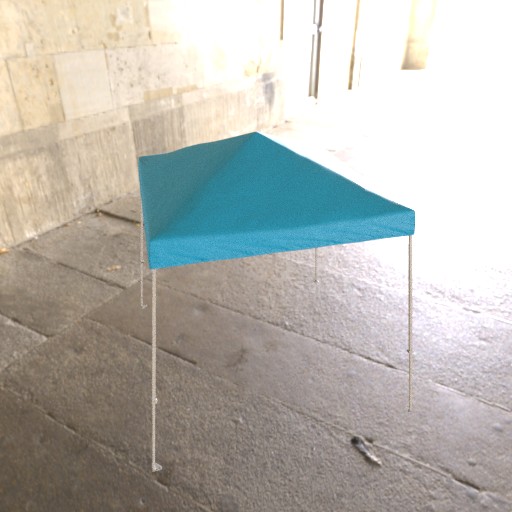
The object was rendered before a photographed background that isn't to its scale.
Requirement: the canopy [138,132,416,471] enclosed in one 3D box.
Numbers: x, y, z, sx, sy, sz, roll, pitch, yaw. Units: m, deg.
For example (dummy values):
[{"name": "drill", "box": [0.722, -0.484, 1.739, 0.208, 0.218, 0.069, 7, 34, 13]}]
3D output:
[{"name": "canopy", "box": [0.000, 0.000, 5.132, 2.848, 2.849, 2.849, -7, 30, -13]}]
